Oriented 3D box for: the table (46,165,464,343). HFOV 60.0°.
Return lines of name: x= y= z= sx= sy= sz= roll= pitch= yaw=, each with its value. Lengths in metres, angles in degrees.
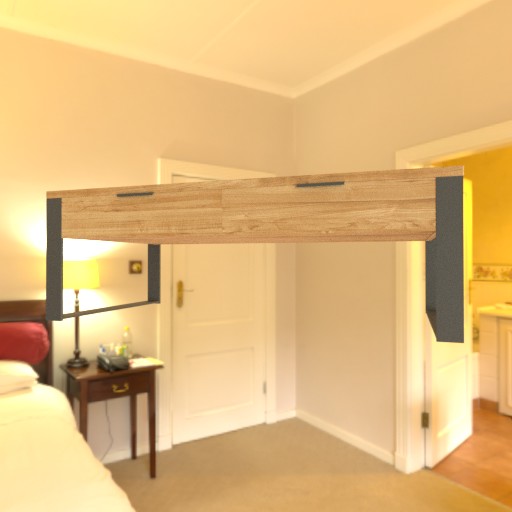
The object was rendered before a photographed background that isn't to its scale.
table: x=0.000 y=0.000 z=1.456 sx=1.180 sy=0.400 sz=0.590 roll=0 pitch=-1 yaw=19
